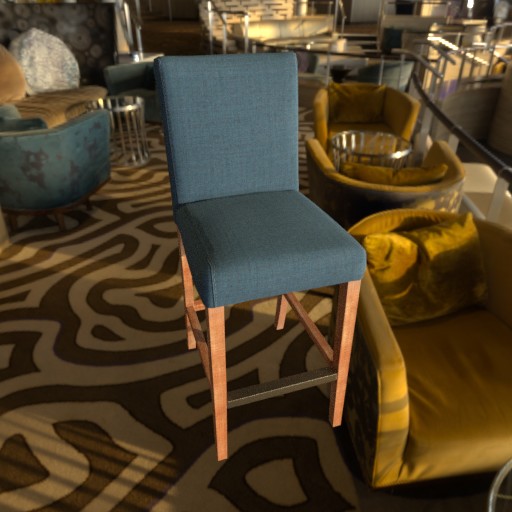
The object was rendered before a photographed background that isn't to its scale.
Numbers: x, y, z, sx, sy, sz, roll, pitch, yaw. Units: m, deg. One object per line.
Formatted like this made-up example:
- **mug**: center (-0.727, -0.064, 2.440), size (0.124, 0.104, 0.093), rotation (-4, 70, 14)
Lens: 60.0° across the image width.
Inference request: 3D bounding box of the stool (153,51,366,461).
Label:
- **stool**: center (0.000, 0.000, 1.366), size (0.454, 1.088, 0.574), rotation (-10, 32, -16)
